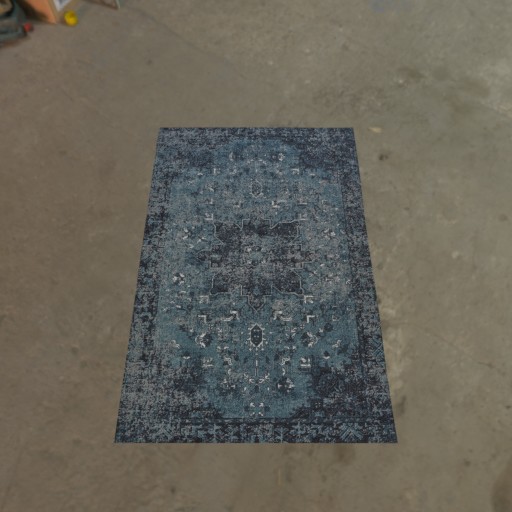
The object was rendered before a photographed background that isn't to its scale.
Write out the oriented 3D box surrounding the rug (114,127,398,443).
[{"bbox_3d":[0.000,0.000,2.339,1.219,0.005,1.828,0,62,0],"label":"rug"}]
